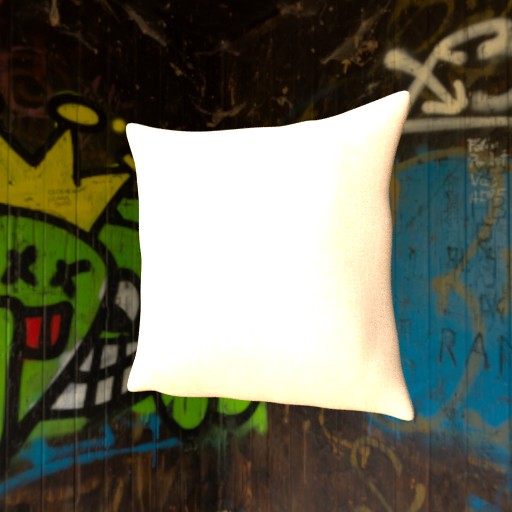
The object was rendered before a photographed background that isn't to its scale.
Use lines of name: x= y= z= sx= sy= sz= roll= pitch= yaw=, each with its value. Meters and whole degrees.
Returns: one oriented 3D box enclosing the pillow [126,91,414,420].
pillow: x=0.000 y=0.000 z=0.653 sx=0.436 sy=0.432 sz=0.138 roll=0 pitch=-1 yaw=18
